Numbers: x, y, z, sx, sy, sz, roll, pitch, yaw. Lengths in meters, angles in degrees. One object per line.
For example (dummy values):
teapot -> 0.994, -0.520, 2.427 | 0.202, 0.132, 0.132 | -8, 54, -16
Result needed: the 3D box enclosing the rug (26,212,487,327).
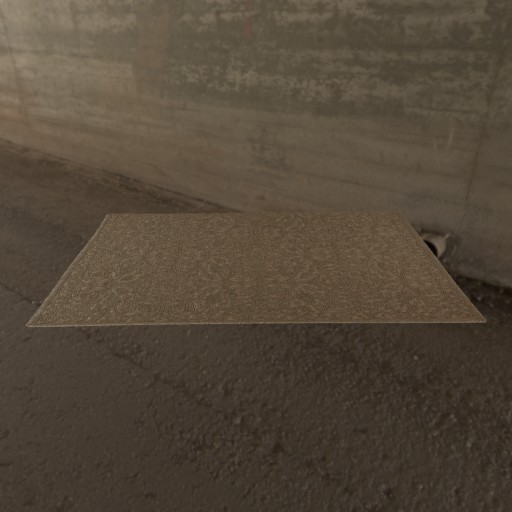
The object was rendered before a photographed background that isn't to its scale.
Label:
rug -> 0.000, 0.000, 3.006 | 2.435, 0.012, 1.529 | 0, 28, -1
